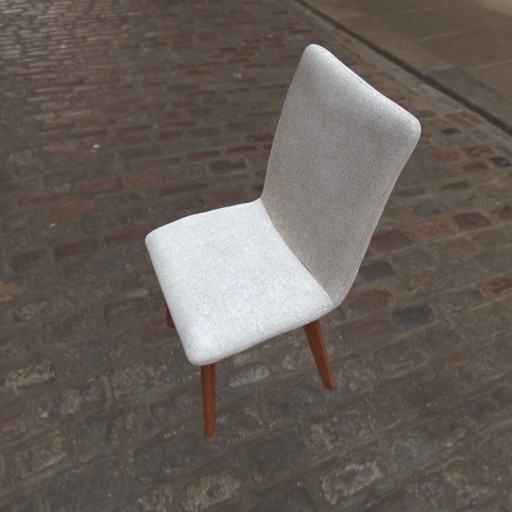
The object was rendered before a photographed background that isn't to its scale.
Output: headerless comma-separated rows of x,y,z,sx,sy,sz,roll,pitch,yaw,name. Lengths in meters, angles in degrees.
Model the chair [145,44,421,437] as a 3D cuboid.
0.000,0.000,1.284,0.563,0.974,0.522,-17,48,-16,chair
